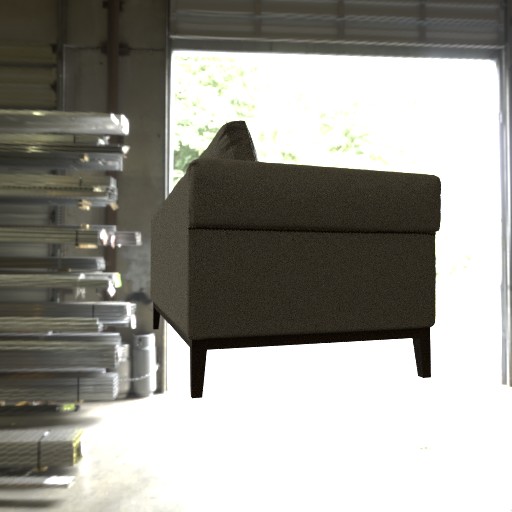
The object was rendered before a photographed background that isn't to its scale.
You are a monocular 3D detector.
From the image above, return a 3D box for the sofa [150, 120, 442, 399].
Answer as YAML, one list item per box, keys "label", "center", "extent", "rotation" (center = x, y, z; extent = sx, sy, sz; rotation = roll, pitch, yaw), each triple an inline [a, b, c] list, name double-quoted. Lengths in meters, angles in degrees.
- label: "sofa"
  center: [0.000, 0.000, 2.154]
  extent: [0.899, 0.873, 1.598]
  rotation: [0, -1, -17]
